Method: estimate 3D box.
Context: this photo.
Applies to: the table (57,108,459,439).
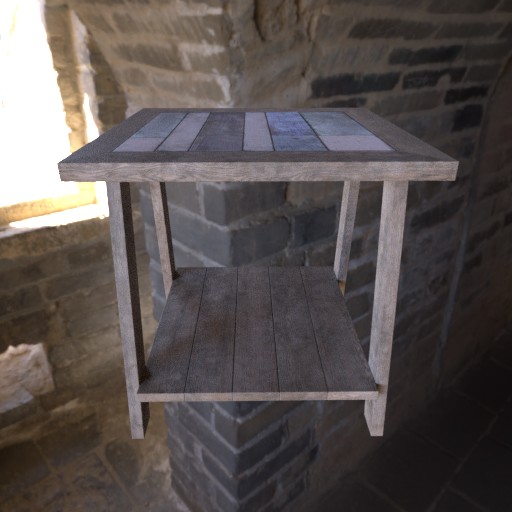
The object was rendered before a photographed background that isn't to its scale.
[{"bbox_3d":[0.000,0.000,1.077,0.610,0.610,0.610,0,26,-1],"label":"table"}]
